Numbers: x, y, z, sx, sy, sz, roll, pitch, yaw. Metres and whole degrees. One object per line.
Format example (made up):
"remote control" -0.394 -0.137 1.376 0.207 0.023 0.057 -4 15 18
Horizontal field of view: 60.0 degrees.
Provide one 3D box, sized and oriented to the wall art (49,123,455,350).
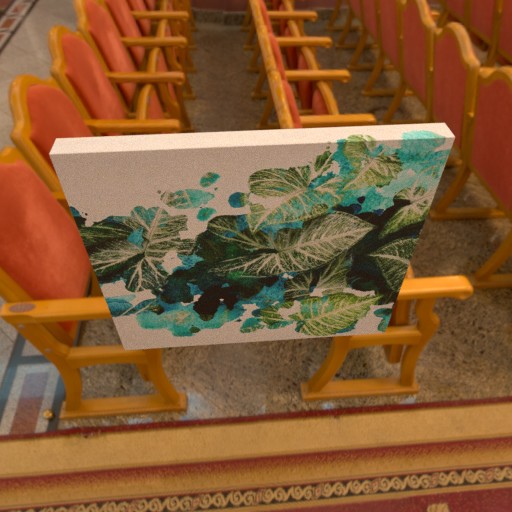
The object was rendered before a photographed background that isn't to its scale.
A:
"wall art" 0.000 0.000 0.721 0.507 0.435 0.041 -3 46 -3
